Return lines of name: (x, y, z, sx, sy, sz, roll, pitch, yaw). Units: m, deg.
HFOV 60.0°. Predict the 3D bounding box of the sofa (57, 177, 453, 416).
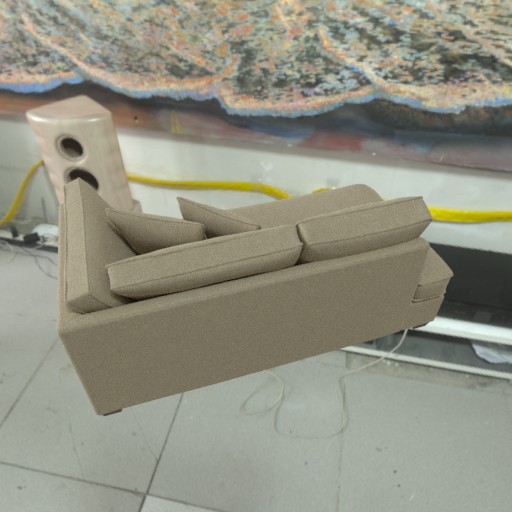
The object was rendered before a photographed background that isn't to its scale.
sofa: (0.000, 0.000, 2.827, 2.237, 1.033, 1.110, -12, 43, -13)
